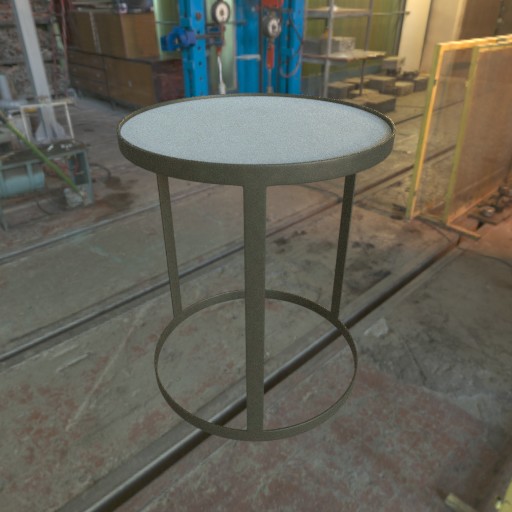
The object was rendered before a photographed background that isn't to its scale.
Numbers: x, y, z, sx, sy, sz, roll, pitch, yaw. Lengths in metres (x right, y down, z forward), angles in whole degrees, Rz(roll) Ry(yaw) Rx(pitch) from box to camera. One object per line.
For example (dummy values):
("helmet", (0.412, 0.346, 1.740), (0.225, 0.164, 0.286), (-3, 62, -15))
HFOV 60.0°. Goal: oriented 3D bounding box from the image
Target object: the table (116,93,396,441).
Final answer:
("table", (0.000, 0.000, 0.933), (0.480, 0.565, 0.480), (0, 31, 0))
